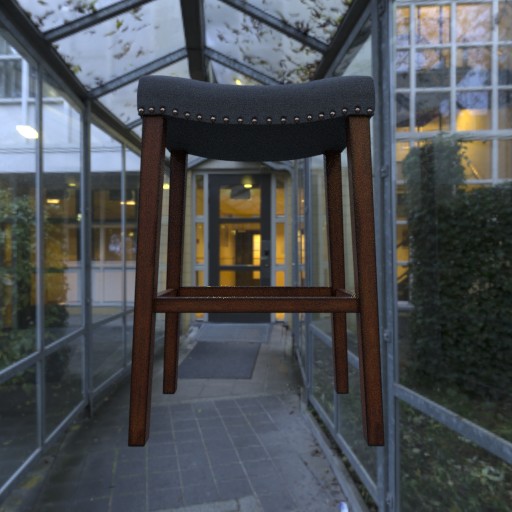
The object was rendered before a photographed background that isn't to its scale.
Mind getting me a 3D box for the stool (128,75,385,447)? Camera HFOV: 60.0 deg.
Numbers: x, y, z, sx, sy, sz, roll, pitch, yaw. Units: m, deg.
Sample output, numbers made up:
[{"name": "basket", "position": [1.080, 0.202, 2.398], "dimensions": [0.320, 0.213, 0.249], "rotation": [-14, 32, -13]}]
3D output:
[{"name": "stool", "position": [0.000, 0.000, 1.049], "dimensions": [0.502, 0.748, 0.366], "rotation": [0, 0, 0]}]
